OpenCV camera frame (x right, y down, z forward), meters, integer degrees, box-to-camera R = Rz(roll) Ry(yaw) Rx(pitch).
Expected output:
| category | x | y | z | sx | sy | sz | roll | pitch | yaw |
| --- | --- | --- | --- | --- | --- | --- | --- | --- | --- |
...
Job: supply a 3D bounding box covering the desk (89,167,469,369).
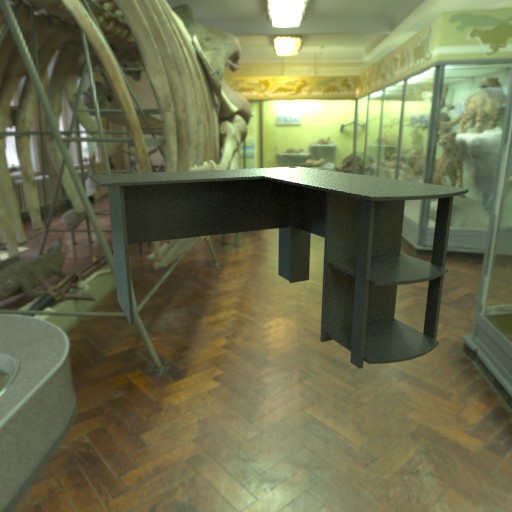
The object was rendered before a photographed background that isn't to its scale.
| category | x | y | z | sx | sy | sz | roll | pitch | yaw |
| --- | --- | --- | --- | --- | --- | --- | --- | --- | --- |
| desk | 0.000 | 0.000 | 2.136 | 1.303 | 0.716 | 1.361 | -8 | 17 | -25 |
